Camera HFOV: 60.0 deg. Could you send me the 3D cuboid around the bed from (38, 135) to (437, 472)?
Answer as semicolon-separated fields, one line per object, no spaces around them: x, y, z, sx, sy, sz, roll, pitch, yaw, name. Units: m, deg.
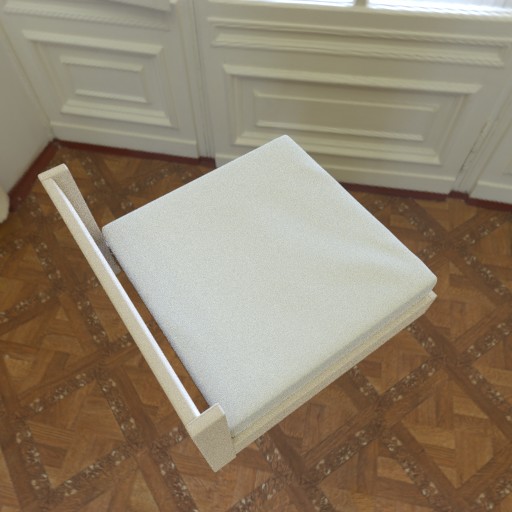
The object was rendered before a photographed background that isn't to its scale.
0.000;0.000;3.630;2.293;1.471;2.145;-31;63;-18;bed
